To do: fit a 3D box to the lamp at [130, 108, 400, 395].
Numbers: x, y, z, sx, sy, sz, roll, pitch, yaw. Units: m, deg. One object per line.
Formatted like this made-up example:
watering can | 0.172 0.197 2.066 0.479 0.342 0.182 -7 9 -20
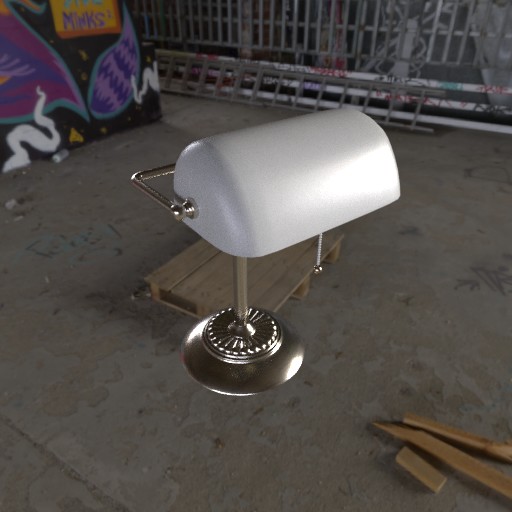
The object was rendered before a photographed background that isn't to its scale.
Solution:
lamp | 0.000 0.000 0.529 0.264 0.339 0.243 -23 38 -32
